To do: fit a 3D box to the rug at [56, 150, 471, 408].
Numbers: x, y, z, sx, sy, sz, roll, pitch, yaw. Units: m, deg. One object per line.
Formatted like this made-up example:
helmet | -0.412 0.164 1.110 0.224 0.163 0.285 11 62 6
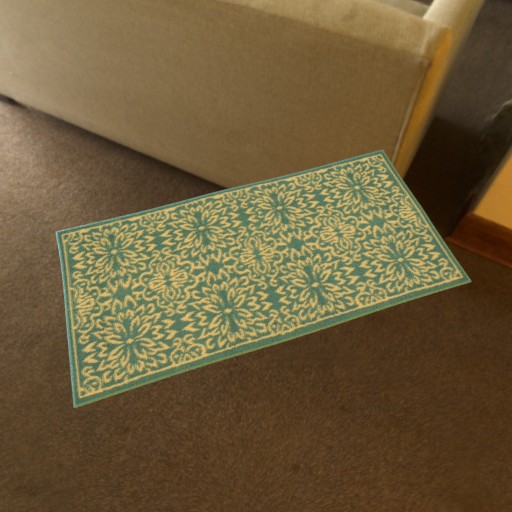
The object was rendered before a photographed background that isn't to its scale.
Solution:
rug | 0.000 0.000 1.433 1.219 0.007 0.604 -16 59 -10
